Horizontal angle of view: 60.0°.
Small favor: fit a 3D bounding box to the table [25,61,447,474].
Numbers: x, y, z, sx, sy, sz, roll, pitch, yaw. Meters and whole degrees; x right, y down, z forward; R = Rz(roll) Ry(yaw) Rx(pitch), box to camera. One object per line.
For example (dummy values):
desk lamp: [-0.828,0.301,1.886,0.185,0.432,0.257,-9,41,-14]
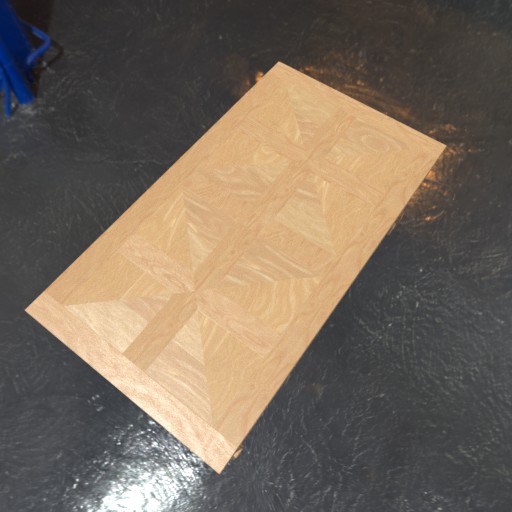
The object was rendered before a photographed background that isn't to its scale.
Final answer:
table: [0.000,0.000,1.630,0.711,0.507,1.270,33,68,15]
